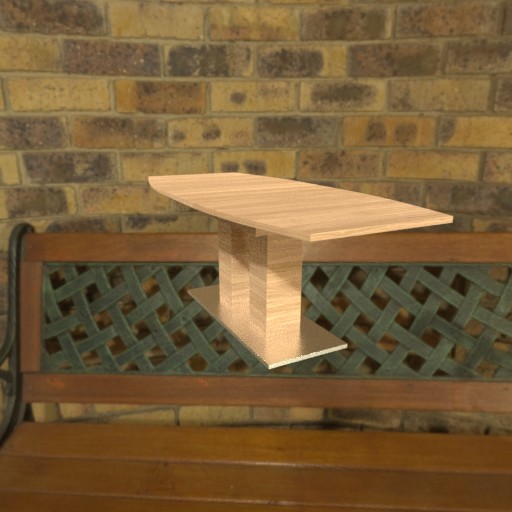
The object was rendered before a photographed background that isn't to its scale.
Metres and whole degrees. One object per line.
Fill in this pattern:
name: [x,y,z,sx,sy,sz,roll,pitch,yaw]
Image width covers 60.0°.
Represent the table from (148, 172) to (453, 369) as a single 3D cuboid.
table: [0.000,0.000,2.541,0.900,0.750,2.032,-8,18,-26]
